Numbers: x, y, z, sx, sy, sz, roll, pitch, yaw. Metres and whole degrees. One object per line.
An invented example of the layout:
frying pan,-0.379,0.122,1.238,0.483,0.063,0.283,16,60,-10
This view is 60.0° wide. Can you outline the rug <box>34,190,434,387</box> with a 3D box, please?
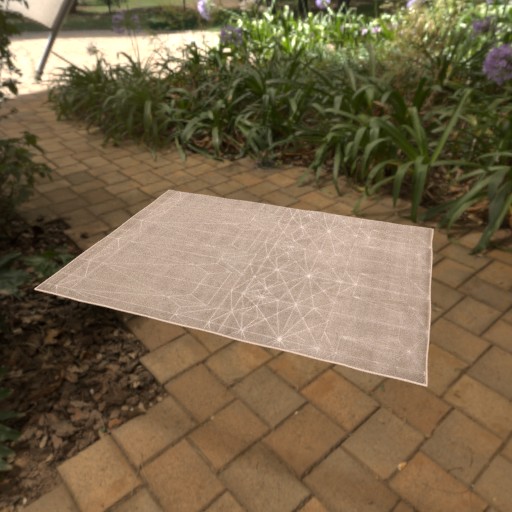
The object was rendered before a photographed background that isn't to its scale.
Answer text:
rug,0.000,0.000,4.466,3.357,0.019,2.449,11,33,17
